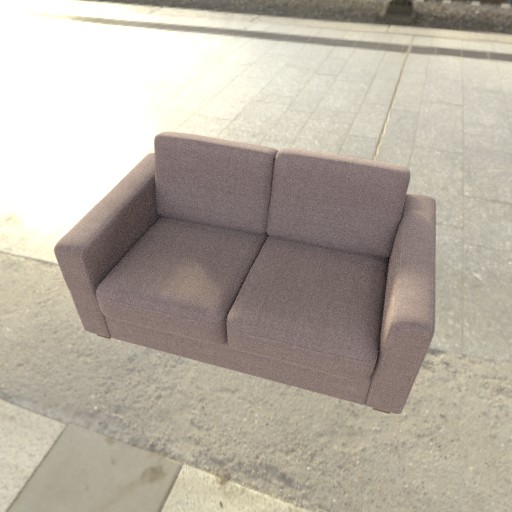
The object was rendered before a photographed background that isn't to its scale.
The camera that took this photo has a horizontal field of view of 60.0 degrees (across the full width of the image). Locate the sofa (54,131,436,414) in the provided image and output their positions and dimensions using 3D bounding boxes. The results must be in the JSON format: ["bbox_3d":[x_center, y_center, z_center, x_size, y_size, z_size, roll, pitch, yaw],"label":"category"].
[{"bbox_3d":[0.000,0.000,2.049,1.520,0.800,0.900,11,42,13],"label":"sofa"}]
